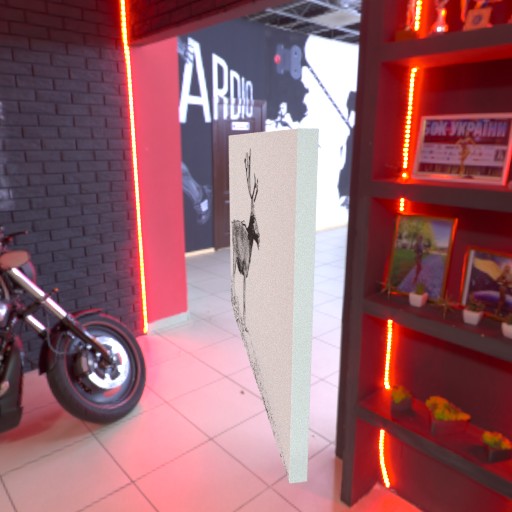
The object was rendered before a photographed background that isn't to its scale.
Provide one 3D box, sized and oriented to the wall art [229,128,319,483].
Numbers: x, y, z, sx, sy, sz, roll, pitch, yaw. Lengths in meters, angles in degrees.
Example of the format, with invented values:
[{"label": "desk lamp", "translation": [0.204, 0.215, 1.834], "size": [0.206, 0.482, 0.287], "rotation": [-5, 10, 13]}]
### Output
[{"label": "wall art", "translation": [0.000, 0.000, 1.158], "size": [0.033, 0.617, 0.906], "rotation": [-2, 15, -9]}]
